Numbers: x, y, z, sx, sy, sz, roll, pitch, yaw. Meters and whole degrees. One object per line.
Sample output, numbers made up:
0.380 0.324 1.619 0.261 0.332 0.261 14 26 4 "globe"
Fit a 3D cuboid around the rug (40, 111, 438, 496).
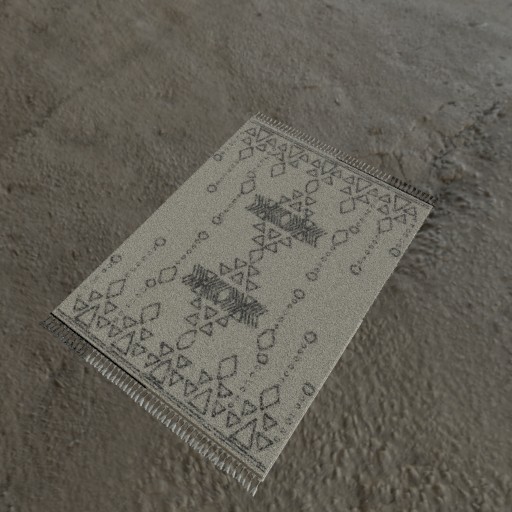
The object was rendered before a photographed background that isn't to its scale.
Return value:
0.000 0.000 2.945 1.600 0.013 2.312 31 64 17 "rug"
